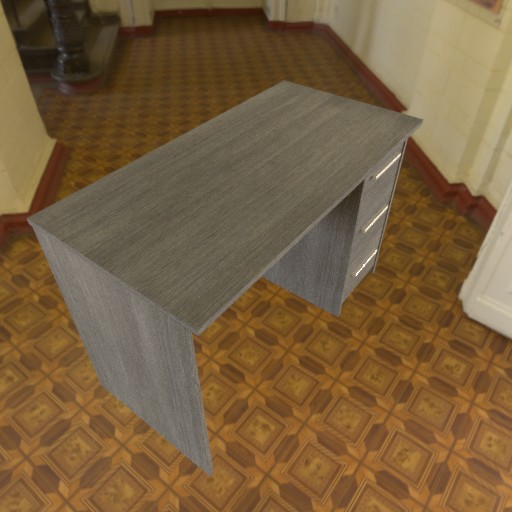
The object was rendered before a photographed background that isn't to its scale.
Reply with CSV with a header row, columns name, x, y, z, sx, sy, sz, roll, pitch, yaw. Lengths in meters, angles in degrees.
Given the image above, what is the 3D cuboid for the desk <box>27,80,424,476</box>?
name,x,y,z,sx,sy,sz,roll,pitch,yaw
desk,0.000,0.000,1.516,0.560,0.735,1.097,27,49,27
